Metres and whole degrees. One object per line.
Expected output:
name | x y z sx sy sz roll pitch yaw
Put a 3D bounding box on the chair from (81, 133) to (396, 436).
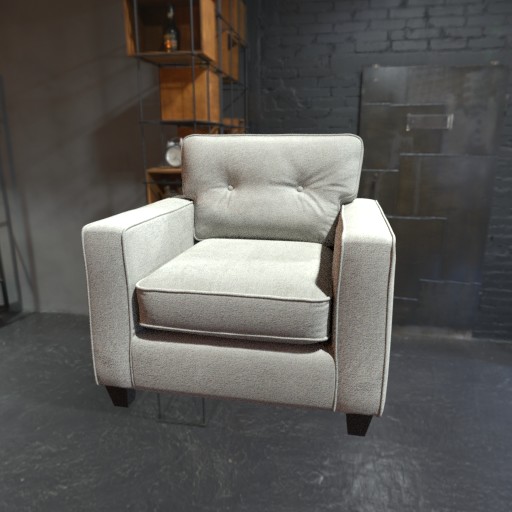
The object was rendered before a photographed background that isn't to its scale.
chair | 0.000 0.000 1.801 1.015 0.965 0.939 3 15 11
